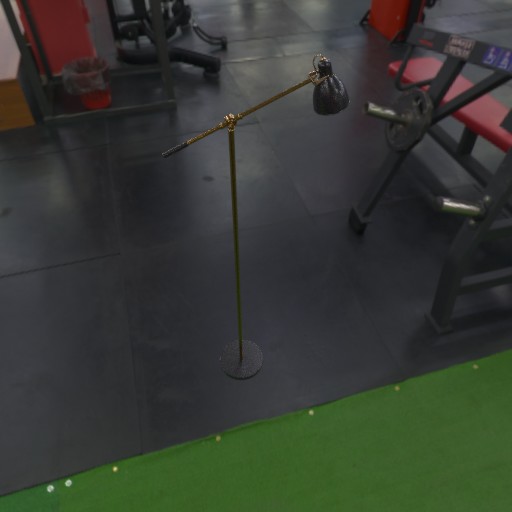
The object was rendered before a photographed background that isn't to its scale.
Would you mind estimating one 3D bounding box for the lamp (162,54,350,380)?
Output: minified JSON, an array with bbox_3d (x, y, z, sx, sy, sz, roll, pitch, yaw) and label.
[{"bbox_3d":[0.000,0.000,1.868,0.618,1.628,0.235,-10,47,-9],"label":"lamp"}]
